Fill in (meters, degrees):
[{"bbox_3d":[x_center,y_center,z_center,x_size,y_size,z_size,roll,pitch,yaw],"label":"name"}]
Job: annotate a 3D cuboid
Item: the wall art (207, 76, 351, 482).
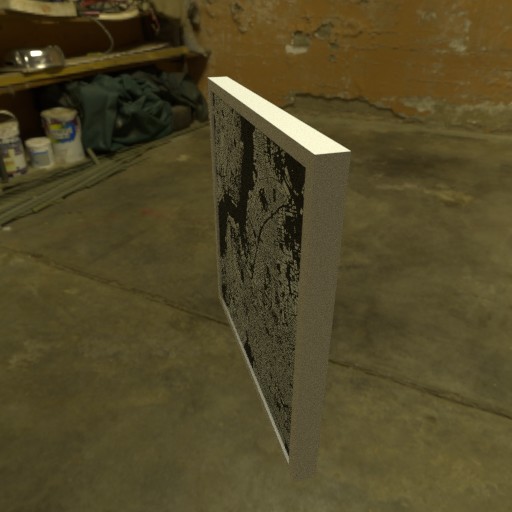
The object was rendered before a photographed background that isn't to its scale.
[{"bbox_3d":[0.000,0.000,0.759,0.038,0.506,0.506,-9,31,-15],"label":"wall art"}]
